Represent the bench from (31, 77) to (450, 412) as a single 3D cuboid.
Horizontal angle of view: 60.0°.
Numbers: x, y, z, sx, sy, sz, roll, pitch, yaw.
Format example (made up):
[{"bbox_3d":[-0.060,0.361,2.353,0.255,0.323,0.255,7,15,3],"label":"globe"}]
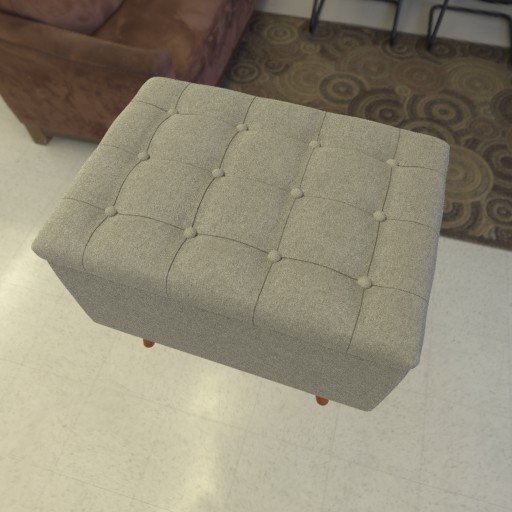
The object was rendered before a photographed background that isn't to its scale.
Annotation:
[{"bbox_3d":[0.000,0.000,0.868,0.572,0.469,0.417,16,60,9],"label":"bench"}]
